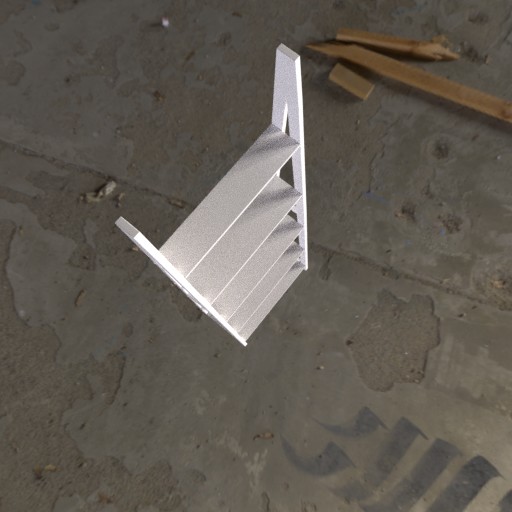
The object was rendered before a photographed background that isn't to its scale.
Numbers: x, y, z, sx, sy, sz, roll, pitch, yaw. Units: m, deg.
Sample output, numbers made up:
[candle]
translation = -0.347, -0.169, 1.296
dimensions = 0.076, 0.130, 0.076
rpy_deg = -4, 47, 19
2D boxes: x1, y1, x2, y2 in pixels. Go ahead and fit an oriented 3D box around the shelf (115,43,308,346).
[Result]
[shelf]
translation = 0.000, 0.000, 1.934
dimensions = 0.341, 1.779, 0.636
rpy_deg = 38, 79, 9
